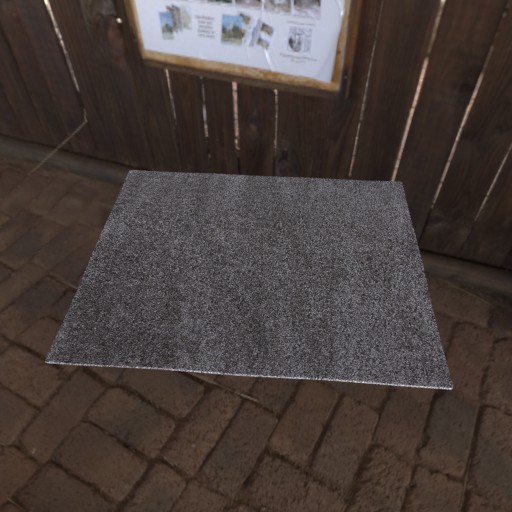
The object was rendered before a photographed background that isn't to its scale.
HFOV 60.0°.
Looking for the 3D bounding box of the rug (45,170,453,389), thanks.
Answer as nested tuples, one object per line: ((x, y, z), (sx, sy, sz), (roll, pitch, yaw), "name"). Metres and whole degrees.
((0.000, 0.000, 4.058), (3.000, 0.025, 2.401), (3, 47, 3), "rug")
